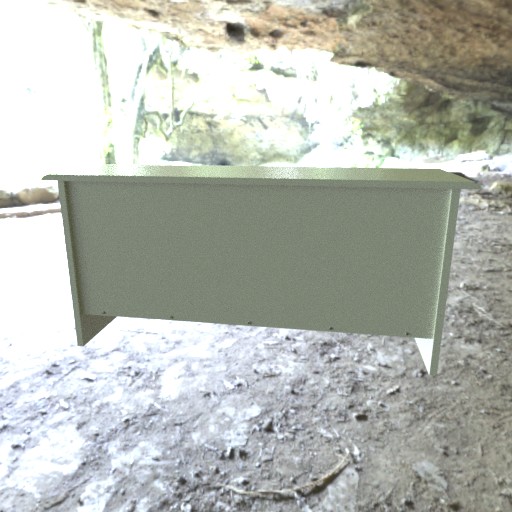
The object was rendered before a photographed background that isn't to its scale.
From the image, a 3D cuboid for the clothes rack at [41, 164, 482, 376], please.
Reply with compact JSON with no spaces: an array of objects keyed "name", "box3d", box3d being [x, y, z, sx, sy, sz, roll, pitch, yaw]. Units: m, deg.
[{"name":"clothes rack","box3d":[0.000,0.000,1.474,1.218,0.558,0.405,3,16,9]}]
